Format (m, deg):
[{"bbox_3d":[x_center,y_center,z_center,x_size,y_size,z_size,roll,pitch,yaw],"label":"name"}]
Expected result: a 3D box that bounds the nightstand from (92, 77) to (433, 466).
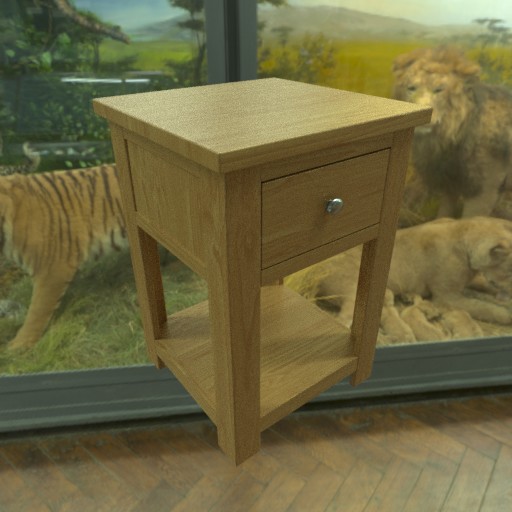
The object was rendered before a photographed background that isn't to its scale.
[{"bbox_3d":[0.000,0.000,0.922,0.428,0.614,0.418,-21,36,-32],"label":"nightstand"}]
